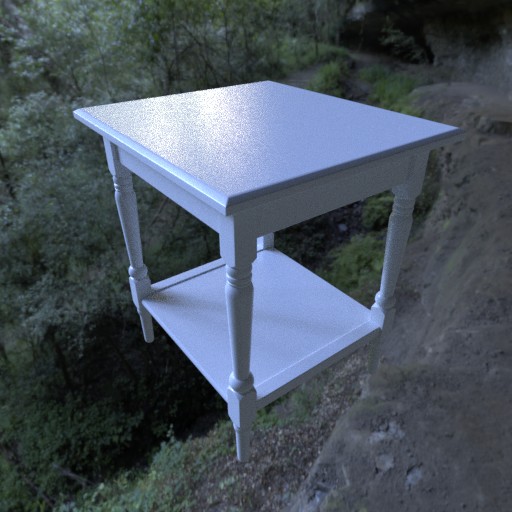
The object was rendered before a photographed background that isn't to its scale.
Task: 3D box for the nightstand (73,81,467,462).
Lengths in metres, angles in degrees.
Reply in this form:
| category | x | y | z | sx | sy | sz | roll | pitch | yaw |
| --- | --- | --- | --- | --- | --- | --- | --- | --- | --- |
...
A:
| category | x | y | z | sx | sy | sz | roll | pitch | yaw |
| --- | --- | --- | --- | --- | --- | --- | --- | --- | --- |
| nightstand | 0.000 | 0.000 | 0.900 | 0.459 | 0.555 | 0.505 | -22 | 38 | -31 |
